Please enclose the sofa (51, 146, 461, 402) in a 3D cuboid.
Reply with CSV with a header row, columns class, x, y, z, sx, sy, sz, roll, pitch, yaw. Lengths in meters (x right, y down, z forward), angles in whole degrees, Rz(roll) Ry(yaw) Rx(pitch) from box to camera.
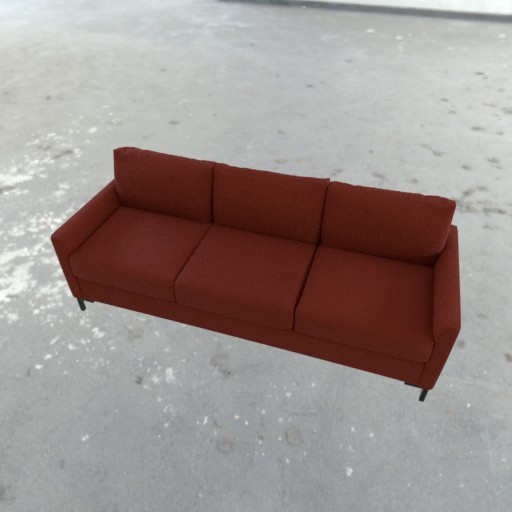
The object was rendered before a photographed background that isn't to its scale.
class,x,y,z,sx,sy,sz,roll,pitch,yaw
sofa,0.000,0.000,2.678,2.252,0.879,0.875,12,42,14
